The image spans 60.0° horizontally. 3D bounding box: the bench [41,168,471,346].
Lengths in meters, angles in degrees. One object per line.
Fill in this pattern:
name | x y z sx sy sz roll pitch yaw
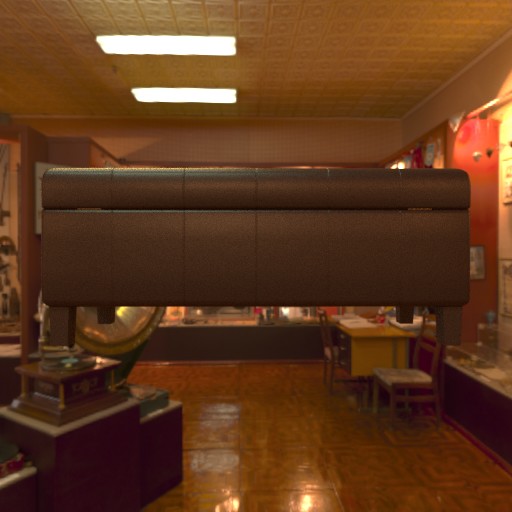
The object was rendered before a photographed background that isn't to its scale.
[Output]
bench | 0.000 0.000 1.328 1.092 0.457 0.429 0 1 0
